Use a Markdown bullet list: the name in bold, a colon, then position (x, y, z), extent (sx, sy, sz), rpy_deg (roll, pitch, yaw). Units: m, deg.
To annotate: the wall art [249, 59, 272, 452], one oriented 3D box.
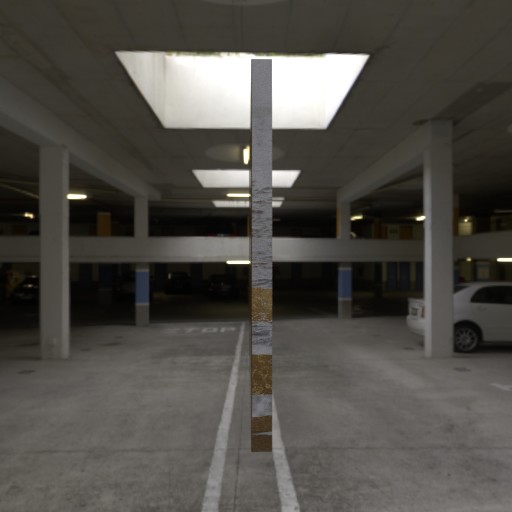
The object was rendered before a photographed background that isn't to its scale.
- **wall art**: position (0.000, 0.000, 1.430), extent (0.041, 0.762, 1.145), rpy_deg (0, 0, -1)
